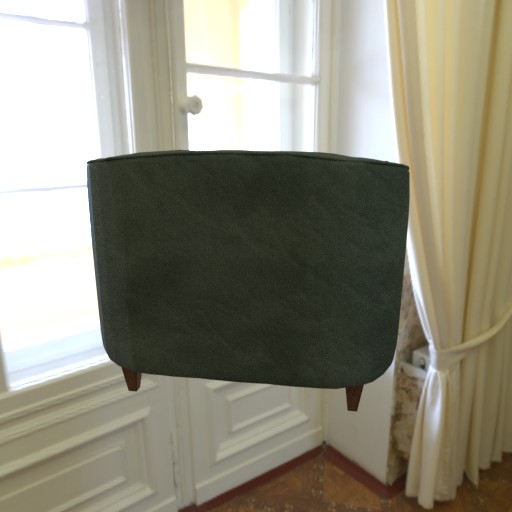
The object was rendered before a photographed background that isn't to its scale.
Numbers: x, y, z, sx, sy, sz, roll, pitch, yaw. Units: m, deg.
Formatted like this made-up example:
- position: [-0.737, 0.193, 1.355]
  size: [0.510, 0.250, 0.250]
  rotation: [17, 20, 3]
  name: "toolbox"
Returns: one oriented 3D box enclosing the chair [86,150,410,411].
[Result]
- position: [0.000, 0.000, 1.787]
  size: [1.104, 0.852, 0.941]
  rotation: [2, 15, 9]
  name: "chair"
